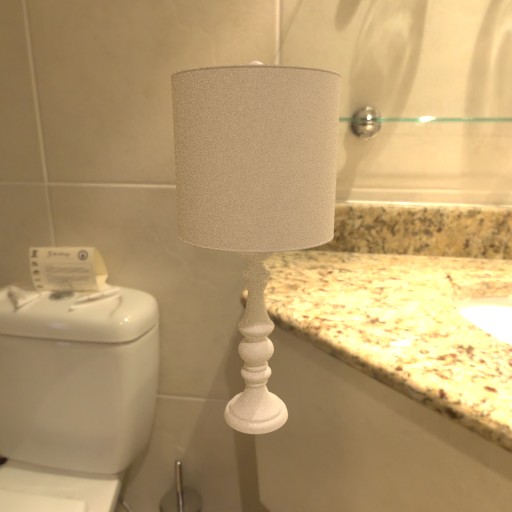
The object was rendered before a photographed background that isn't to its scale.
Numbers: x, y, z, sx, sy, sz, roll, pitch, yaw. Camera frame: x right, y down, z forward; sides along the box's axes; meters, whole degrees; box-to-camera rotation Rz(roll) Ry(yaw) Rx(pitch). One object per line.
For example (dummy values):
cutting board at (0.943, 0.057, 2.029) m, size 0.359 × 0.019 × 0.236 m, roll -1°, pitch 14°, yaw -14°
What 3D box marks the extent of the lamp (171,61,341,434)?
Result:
lamp at (0.000, 0.000, 0.733) m, size 0.250 × 0.597 × 0.250 m, roll -8°, pitch 17°, yaw -27°
